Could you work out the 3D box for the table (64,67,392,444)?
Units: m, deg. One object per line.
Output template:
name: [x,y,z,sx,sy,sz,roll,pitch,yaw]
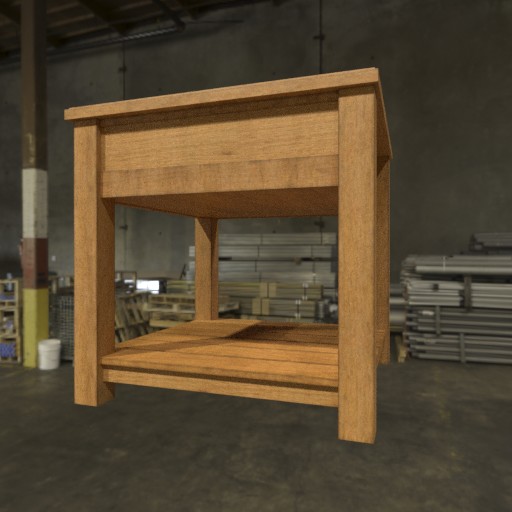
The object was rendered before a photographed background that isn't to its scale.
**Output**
table: [0.000,0.000,1.078,0.612,0.593,0.616,0,0,19]
